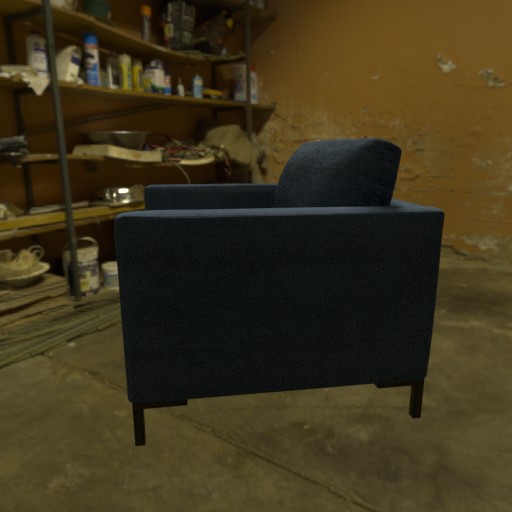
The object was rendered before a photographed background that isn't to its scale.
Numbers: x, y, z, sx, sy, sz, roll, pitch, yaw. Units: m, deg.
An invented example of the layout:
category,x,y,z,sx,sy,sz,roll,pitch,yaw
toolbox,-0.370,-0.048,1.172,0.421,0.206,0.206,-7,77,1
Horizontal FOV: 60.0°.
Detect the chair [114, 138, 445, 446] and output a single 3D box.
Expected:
category,x,y,z,sx,sy,sz,roll,pitch,yaw
chair,0.000,0.000,1.591,0.875,0.812,0.964,-2,14,-9
